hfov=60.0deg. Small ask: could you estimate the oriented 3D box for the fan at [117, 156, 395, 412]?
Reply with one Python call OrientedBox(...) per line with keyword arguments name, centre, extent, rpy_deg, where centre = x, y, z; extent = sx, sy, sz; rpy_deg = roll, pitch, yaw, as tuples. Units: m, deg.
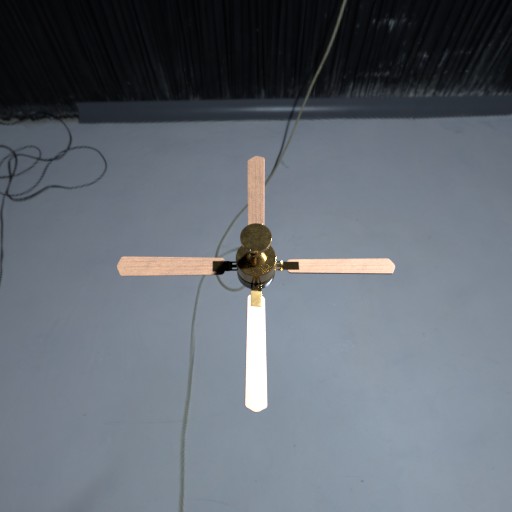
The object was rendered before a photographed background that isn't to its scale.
OrientedBox(name="fan", centre=(0.000, 0.000, 2.012), extent=(1.320, 0.355, 1.320), rpy_deg=(0, 63, 0))
